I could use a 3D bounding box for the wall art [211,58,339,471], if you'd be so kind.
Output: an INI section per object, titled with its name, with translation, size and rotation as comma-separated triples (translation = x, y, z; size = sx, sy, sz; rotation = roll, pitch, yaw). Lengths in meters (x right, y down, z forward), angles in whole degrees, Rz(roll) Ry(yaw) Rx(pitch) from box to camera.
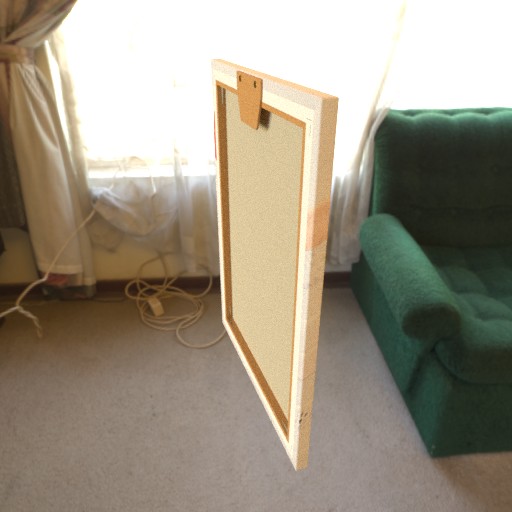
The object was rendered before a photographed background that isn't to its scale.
[wall art]
translation = 0.000, 0.000, 1.102
size = 0.036, 0.848, 0.613
rotation = -10, 31, -18
